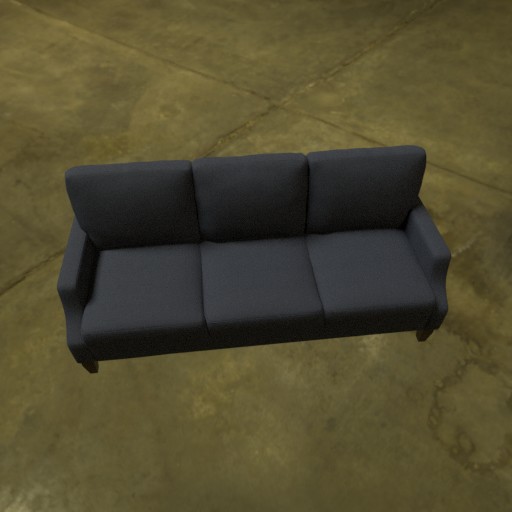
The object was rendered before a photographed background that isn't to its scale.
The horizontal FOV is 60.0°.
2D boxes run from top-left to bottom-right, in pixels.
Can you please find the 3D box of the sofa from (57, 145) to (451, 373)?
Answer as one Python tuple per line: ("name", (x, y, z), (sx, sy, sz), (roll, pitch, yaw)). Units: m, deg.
("sofa", (0.000, 0.000, 2.595), (2.115, 0.984, 0.888), (-5, 47, -4))
